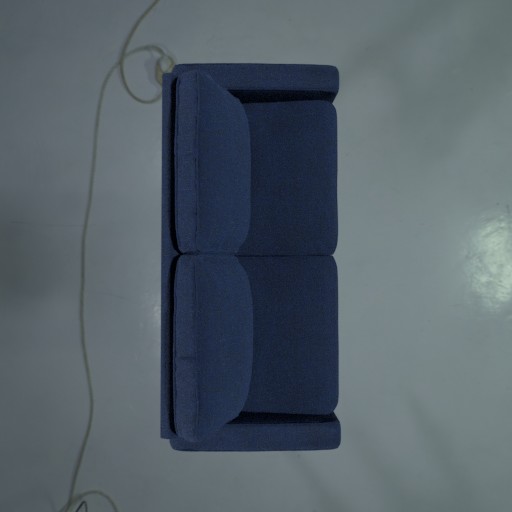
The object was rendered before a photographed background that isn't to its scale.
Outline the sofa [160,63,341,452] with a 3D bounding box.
[{"bbox_3d":[0.000,0.000,2.501,0.940,0.919,2.080,0,89,-2],"label":"sofa"}]
